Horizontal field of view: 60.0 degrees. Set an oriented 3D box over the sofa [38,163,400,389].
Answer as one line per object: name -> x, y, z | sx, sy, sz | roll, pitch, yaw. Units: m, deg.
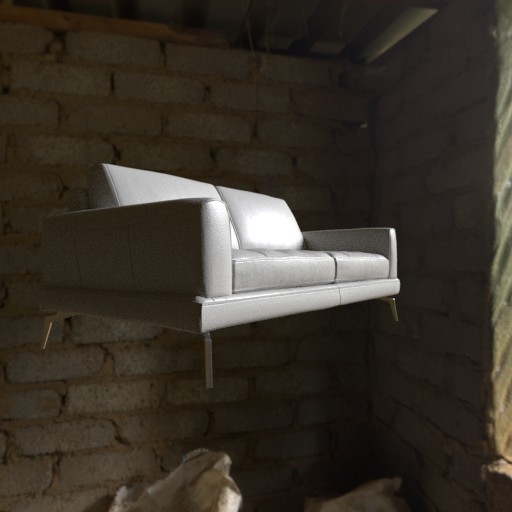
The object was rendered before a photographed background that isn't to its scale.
sofa -> 0.000, 0.000, 2.692 | 1.121, 0.930, 2.177 | 0, -1, 36
